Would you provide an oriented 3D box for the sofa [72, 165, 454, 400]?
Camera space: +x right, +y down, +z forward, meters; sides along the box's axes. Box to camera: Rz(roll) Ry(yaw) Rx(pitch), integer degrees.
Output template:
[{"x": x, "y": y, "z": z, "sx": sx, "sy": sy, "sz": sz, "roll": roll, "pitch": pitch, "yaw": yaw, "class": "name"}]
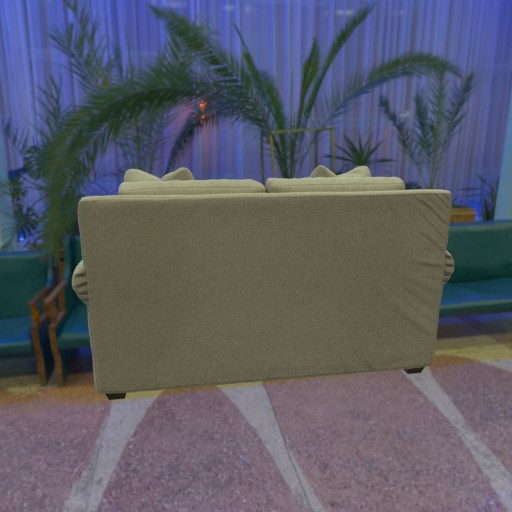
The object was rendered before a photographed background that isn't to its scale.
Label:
[{"x": 0.000, "y": 0.000, "z": 2.233, "sx": 1.550, "sy": 0.905, "sz": 1.070, "roll": -2, "pitch": 15, "yaw": -9, "class": "sofa"}]
